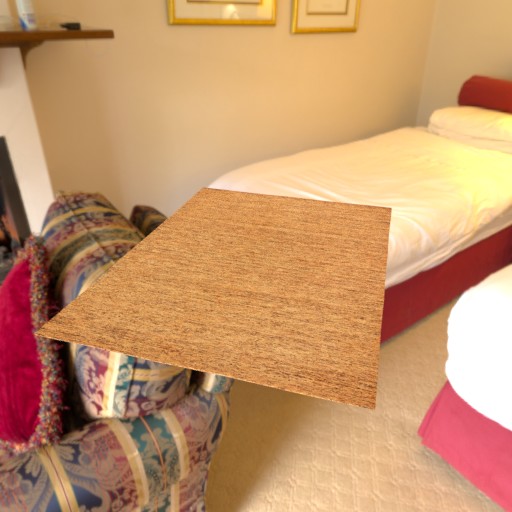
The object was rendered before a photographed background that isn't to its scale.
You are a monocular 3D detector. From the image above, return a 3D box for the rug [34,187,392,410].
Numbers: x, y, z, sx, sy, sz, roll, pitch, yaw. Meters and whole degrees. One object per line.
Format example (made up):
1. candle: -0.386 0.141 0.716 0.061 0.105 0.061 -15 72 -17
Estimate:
1. rug: 0.000 0.000 4.279 2.438 0.012 3.200 8 30 15
